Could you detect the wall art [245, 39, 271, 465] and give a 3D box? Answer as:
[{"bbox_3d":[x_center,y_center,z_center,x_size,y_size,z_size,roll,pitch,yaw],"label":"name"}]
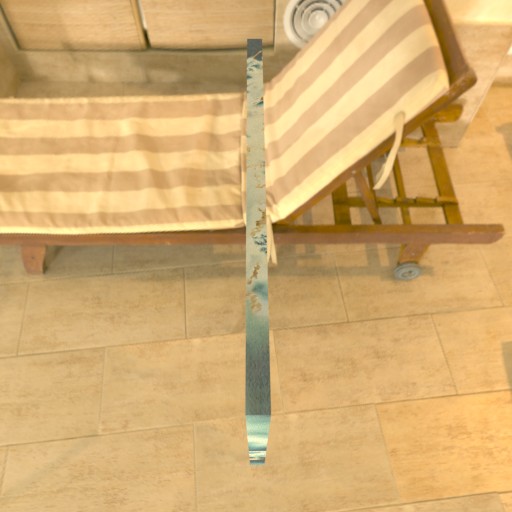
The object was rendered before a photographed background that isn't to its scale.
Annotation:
[{"bbox_3d":[0.000,0.000,1.139,0.038,0.608,0.912,0,59,0],"label":"wall art"}]
